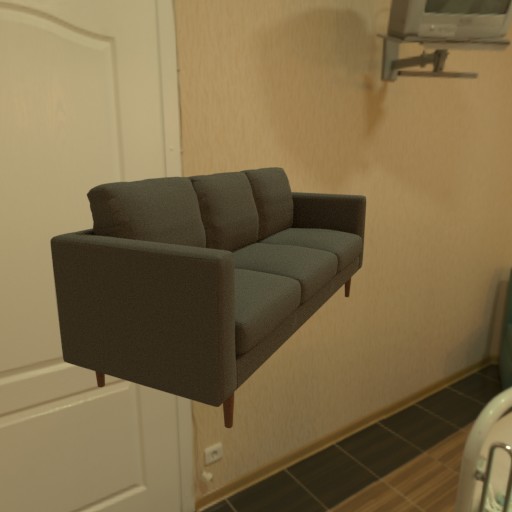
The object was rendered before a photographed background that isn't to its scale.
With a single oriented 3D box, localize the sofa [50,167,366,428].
[{"bbox_3d":[0.000,0.000,2.480,0.802,0.912,2.029,7,15,26],"label":"sofa"}]
